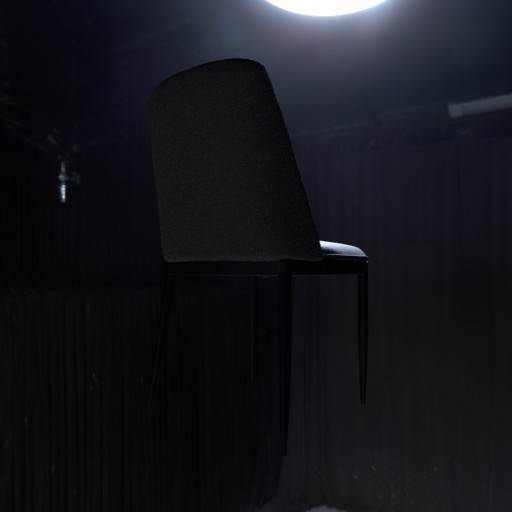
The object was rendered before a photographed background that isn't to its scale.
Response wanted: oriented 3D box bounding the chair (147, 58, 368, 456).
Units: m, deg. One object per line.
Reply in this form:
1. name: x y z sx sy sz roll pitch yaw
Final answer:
1. chair: 0.000 0.000 1.218 0.488 0.855 0.550 -1 -2 37
